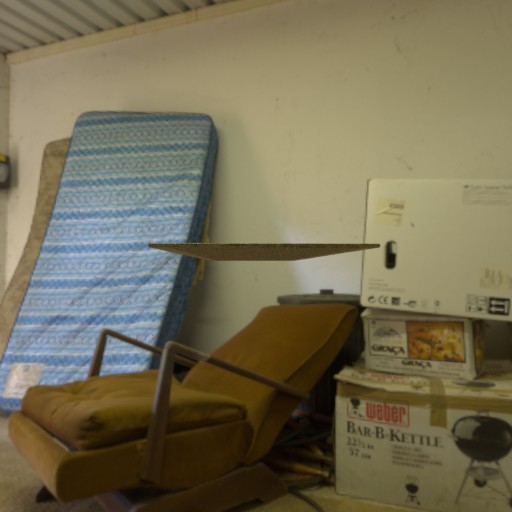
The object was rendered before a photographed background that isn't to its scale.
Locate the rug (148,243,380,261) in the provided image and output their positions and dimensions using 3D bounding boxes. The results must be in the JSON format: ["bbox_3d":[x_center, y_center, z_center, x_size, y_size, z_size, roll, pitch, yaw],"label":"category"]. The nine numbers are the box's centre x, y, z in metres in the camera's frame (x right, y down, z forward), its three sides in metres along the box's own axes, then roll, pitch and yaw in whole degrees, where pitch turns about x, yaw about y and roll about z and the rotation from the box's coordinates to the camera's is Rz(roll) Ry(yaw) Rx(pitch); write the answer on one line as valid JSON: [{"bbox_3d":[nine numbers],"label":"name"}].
[{"bbox_3d":[0.000,0.000,2.453,0.700,0.014,2.290,0,-2,-1],"label":"rug"}]
